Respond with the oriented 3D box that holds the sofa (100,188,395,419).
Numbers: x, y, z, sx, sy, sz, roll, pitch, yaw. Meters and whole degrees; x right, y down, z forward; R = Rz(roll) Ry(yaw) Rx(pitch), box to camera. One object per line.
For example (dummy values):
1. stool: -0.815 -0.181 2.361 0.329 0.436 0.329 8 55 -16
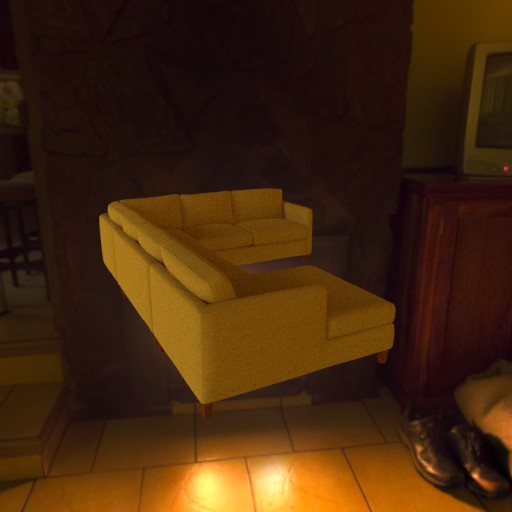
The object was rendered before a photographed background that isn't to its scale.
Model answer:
1. sofa: 0.000 0.000 4.639 2.594 0.961 3.460 -8 18 -27
